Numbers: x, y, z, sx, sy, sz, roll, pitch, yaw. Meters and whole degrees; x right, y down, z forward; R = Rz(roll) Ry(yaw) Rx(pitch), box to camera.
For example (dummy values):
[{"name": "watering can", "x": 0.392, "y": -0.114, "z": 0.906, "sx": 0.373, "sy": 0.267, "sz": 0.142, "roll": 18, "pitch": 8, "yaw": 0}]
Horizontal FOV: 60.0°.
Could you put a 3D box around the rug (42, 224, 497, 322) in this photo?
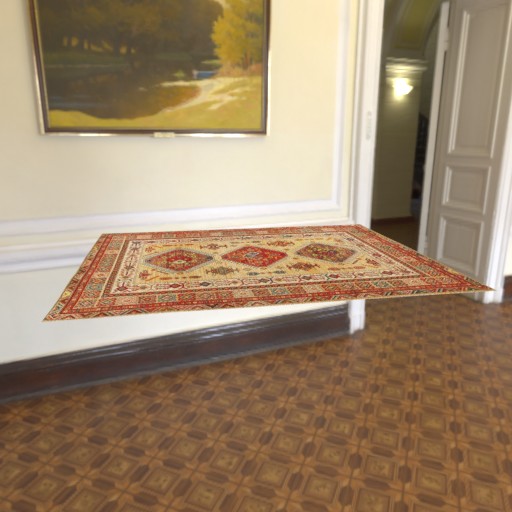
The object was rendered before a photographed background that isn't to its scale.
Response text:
[{"name": "rug", "x": 0.000, "y": 0.000, "z": 4.067, "sx": 3.067, "sy": 0.005, "sz": 2.460, "roll": -3, "pitch": 16, "yaw": -10}]
